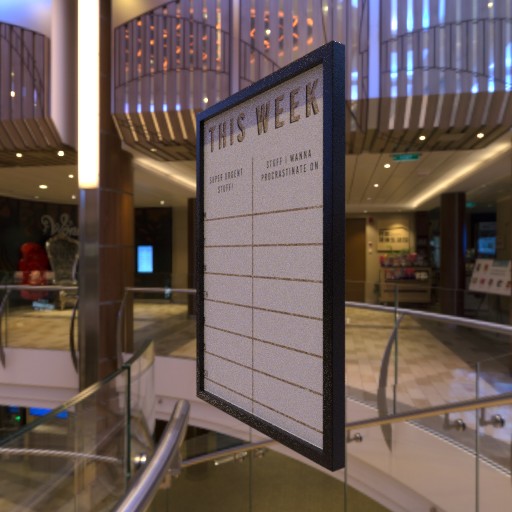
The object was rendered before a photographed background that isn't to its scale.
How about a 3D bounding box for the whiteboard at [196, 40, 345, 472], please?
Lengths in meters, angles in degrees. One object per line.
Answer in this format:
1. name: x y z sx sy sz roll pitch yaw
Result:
1. whiteboard: 0.000 0.000 0.797 0.026 0.611 0.406 0 0 -36
